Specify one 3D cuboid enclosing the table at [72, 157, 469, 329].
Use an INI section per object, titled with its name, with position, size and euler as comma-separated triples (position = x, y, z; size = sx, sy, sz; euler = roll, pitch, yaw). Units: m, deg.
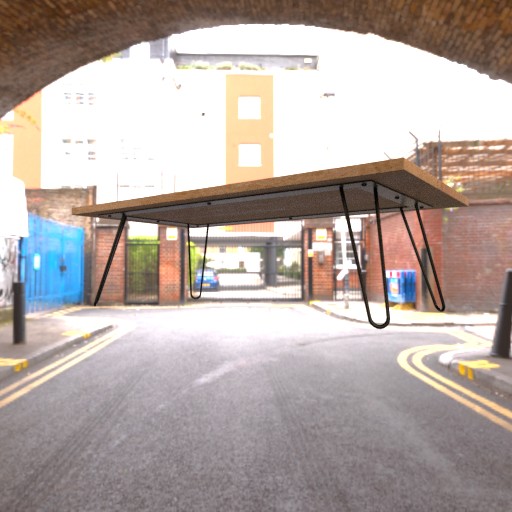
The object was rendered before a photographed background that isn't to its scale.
[table]
position = 0.000, 0.000, 1.676
size = 1.348, 0.400, 0.699
euler = -1, -3, 36
